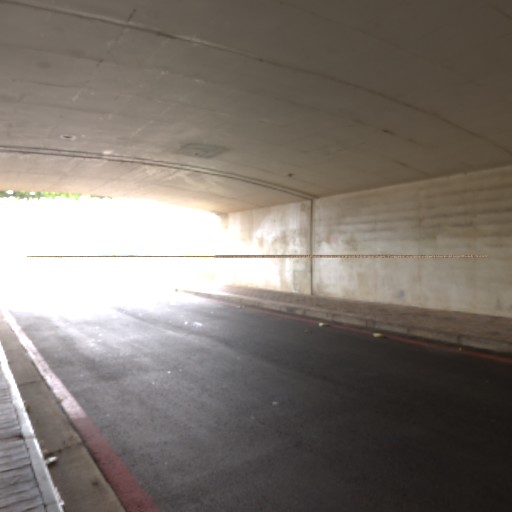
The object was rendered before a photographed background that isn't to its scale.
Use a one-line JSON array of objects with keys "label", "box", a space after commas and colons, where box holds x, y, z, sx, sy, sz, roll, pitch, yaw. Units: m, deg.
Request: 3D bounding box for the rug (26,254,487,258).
[{"label": "rug", "box": [0.000, 0.000, 2.379, 1.840, 0.013, 1.225, 0, 0, -1]}]
